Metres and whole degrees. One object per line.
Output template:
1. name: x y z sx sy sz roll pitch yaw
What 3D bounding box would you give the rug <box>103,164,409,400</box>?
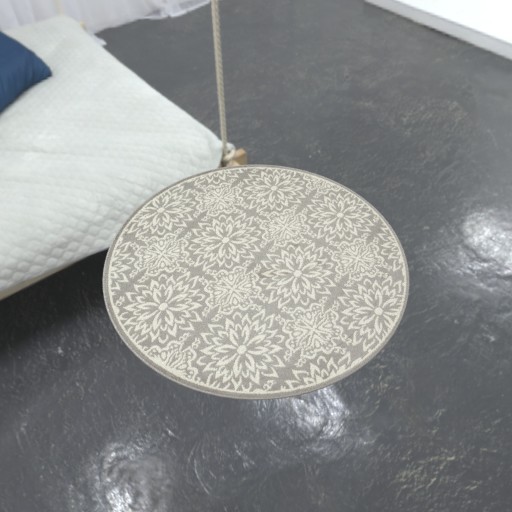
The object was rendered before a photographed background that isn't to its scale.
1. rug: 0.000 0.000 2.361 1.593 0.012 1.593 0 48 0
